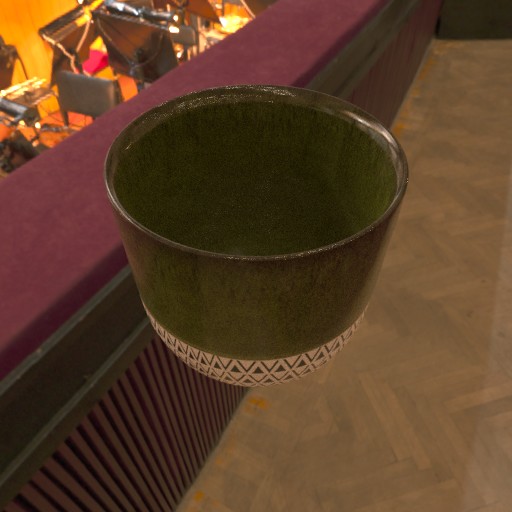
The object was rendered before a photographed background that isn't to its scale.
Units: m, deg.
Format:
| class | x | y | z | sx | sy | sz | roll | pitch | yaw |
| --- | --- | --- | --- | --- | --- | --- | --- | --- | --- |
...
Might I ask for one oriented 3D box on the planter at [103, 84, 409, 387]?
| class | x | y | z | sx | sy | sz | roll | pitch | yaw |
| --- | --- | --- | --- | --- | --- | --- | --- | --- | --- |
| planter | 0.000 | 0.000 | 0.492 | 0.266 | 0.270 | 0.266 | 0 | 46 | 0 |
